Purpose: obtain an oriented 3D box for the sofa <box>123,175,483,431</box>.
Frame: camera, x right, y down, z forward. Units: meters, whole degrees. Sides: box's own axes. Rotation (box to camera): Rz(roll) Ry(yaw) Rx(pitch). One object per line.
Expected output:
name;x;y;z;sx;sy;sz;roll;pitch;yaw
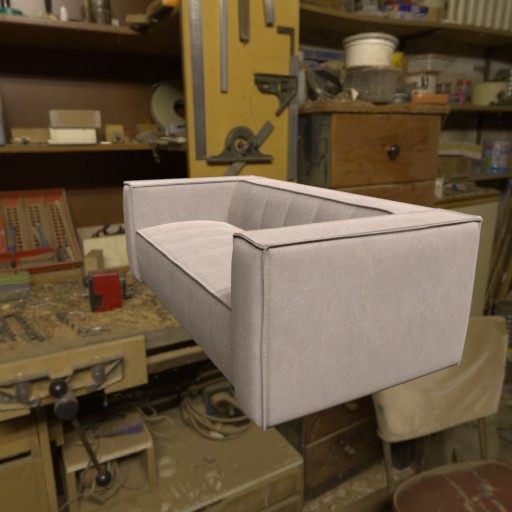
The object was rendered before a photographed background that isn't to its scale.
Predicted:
sofa;0.000;0.000;2.414;1.038;0.680;1.995;-8;17;-26
